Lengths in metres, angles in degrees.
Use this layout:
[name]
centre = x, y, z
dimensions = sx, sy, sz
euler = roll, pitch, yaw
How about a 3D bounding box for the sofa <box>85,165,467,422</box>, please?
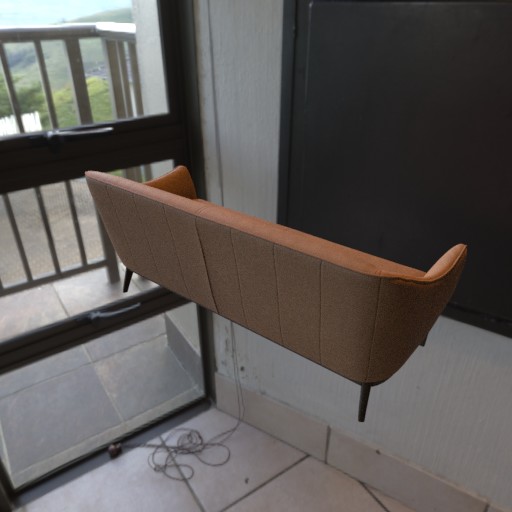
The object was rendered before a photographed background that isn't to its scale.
[sofa]
centre = 0.000, 0.000, 2.411
dimensions = 1.928, 0.830, 0.869
euler = 21, 36, 32
